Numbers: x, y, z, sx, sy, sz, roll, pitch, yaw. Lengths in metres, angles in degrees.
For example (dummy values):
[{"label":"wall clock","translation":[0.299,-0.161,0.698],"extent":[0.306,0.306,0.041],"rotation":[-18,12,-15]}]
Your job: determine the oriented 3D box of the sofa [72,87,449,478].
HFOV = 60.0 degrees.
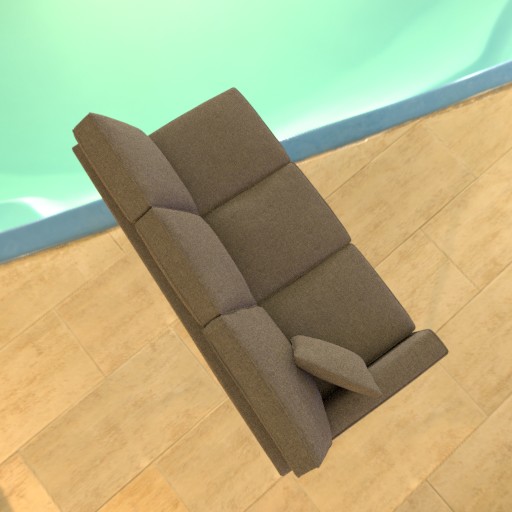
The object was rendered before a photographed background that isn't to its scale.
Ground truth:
[{"label":"sofa","translation":[0.000,0.000,2.466],"extent":[1.034,0.946,1.963],"rotation":[-34,78,-8]}]
